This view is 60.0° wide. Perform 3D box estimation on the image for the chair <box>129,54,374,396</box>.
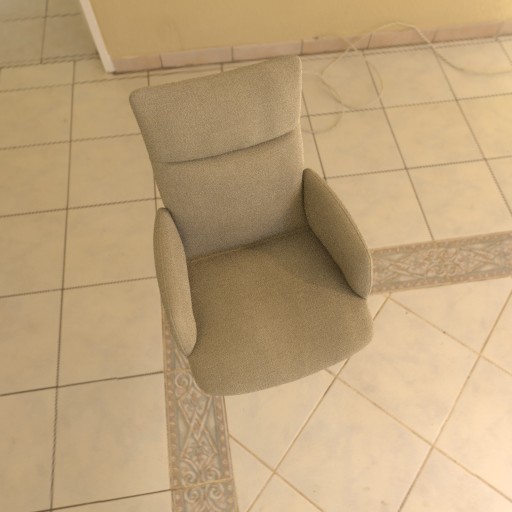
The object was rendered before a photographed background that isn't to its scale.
[{"bbox_3d":[0.000,0.000,1.616,0.711,1.016,0.889,-16,64,-8],"label":"chair"}]
